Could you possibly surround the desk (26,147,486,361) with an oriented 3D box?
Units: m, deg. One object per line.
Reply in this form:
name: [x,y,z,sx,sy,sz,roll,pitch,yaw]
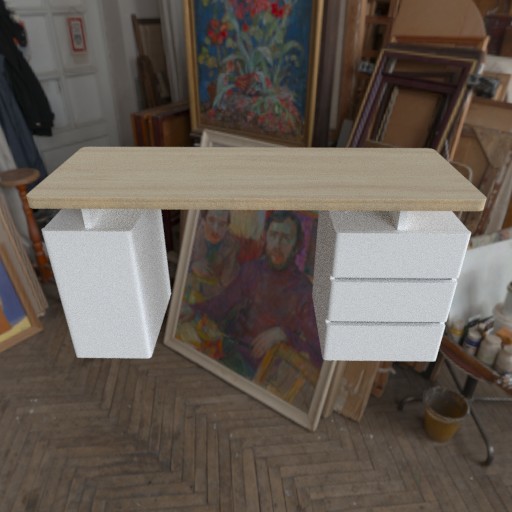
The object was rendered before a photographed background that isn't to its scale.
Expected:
desk: [0.000,0.000,1.853,1.500,0.755,0.550,0,31,1]
